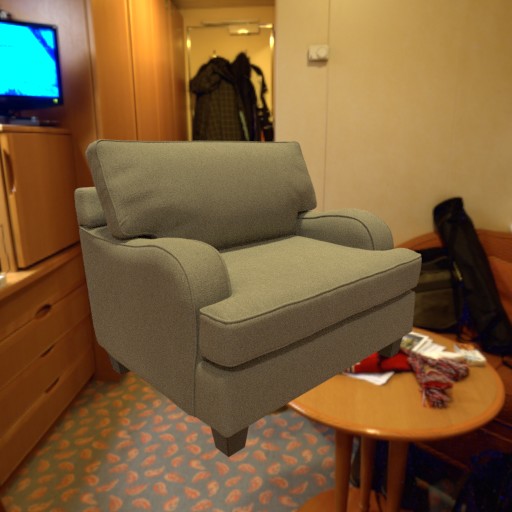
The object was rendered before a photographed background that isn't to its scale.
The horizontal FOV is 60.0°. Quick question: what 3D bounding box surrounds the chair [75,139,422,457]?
[{"bbox_3d":[0.000,0.000,2.003,1.220,1.016,1.041,-13,19,-42],"label":"chair"}]
